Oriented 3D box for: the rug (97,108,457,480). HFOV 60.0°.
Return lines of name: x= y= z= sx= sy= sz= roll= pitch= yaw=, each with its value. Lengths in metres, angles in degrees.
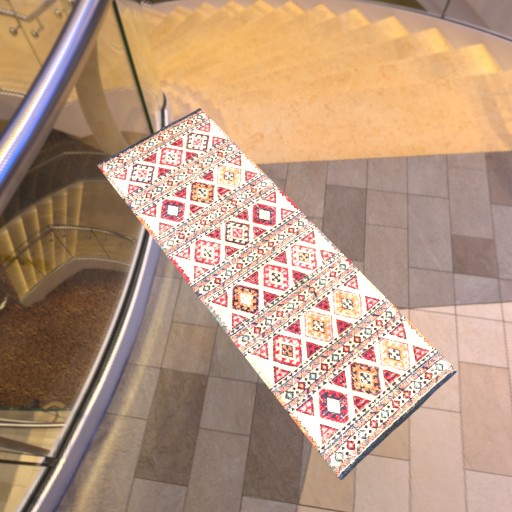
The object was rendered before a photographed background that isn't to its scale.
rug: x=0.000 y=0.000 z=2.617 sx=0.832 sy=0.008 sz=2.362 roll=-35 pitch=68 yaw=-16
